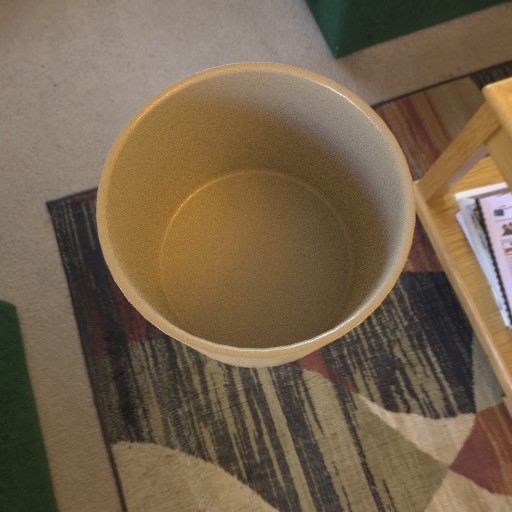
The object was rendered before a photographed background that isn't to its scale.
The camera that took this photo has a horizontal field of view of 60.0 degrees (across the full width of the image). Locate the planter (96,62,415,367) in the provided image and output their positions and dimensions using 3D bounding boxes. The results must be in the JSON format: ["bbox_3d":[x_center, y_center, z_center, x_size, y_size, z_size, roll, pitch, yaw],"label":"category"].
[{"bbox_3d":[0.000,0.000,0.510,0.249,0.343,0.249,0,74,0],"label":"planter"}]
